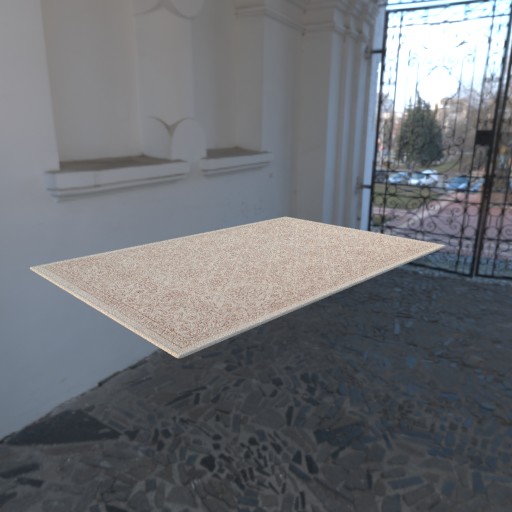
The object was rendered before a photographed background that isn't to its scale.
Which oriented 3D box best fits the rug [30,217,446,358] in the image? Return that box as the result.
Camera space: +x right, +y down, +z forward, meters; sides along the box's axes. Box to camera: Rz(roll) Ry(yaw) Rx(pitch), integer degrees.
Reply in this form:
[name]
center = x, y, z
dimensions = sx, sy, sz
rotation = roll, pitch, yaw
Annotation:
[rug]
center = 0.000, 0.000, 2.308
dimensions = 1.829, 0.010, 1.219
rotation = -15, 22, -43
